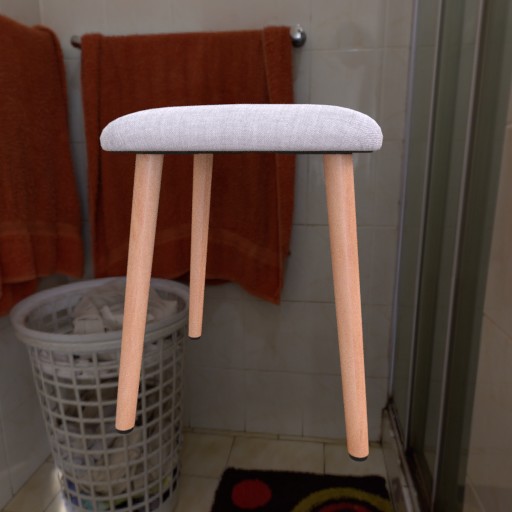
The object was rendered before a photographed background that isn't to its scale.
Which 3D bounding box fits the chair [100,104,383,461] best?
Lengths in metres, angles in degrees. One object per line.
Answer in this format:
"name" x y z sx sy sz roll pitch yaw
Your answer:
"chair" 0.000 0.000 0.697 0.350 0.440 0.350 2 13 10
